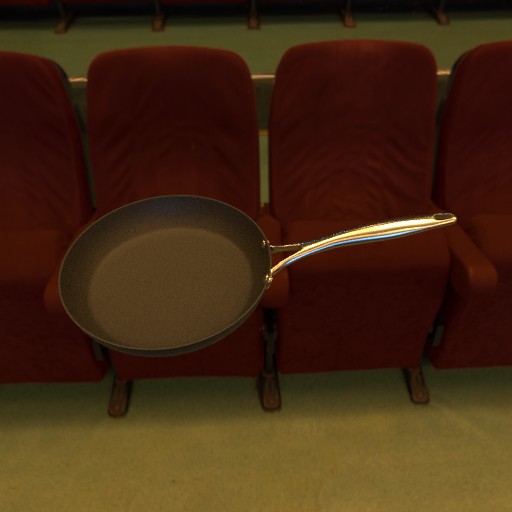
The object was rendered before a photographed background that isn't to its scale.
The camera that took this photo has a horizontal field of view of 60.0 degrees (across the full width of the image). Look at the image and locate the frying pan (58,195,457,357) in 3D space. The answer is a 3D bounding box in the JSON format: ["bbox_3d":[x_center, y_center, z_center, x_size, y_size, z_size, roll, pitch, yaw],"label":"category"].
[{"bbox_3d":[0.000,0.000,0.545,0.472,0.105,0.255,-2,46,-2],"label":"frying pan"}]
